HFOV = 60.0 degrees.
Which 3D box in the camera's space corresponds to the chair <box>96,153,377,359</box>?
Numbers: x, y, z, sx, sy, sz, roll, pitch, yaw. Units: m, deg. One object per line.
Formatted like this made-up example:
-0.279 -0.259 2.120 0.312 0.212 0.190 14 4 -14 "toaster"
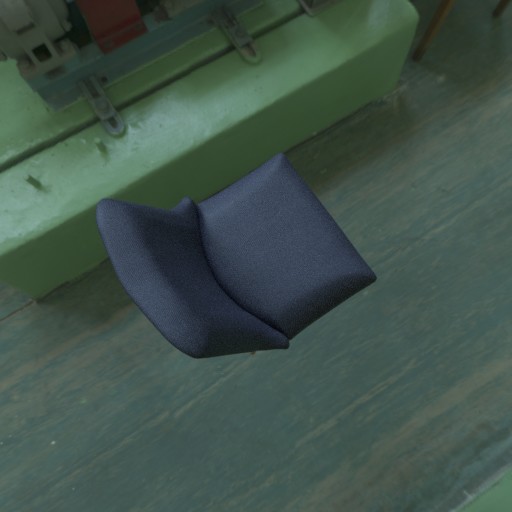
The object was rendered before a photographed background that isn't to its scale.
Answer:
0.000 0.000 1.211 0.567 0.820 0.504 -33 78 -8 "chair"
